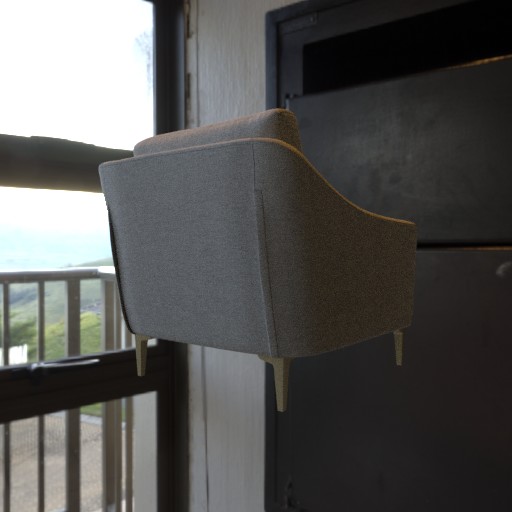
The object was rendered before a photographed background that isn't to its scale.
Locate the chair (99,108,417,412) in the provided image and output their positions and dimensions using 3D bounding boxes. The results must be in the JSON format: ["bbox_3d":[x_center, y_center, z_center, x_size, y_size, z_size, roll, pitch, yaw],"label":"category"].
[{"bbox_3d":[0.000,0.000,1.738,0.986,0.902,0.961,1,1,36],"label":"chair"}]
